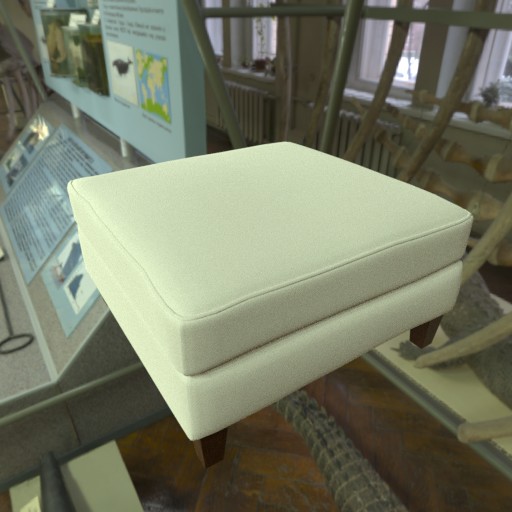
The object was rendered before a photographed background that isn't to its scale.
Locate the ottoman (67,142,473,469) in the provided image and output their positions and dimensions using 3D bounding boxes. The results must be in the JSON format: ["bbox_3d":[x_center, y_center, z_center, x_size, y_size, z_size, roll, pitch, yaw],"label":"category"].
[{"bbox_3d":[0.000,0.000,1.309,0.838,0.479,0.838,-18,34,-28],"label":"ottoman"}]
